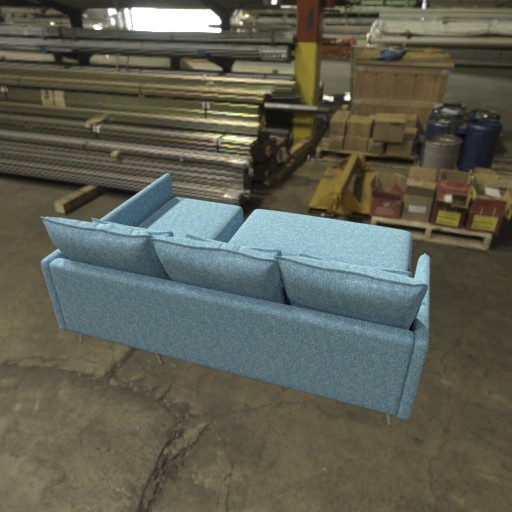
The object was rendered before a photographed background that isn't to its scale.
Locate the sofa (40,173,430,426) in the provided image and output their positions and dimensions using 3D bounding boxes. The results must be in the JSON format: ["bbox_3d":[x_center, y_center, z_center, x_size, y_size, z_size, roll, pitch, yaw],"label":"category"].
[{"bbox_3d":[0.000,0.000,2.804,2.034,0.899,1.420,10,33,16],"label":"sofa"}]
